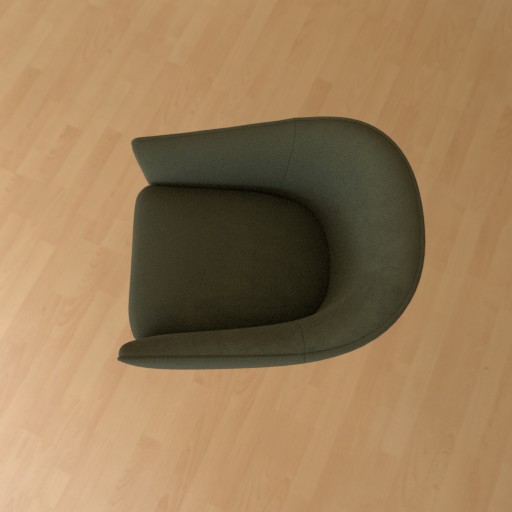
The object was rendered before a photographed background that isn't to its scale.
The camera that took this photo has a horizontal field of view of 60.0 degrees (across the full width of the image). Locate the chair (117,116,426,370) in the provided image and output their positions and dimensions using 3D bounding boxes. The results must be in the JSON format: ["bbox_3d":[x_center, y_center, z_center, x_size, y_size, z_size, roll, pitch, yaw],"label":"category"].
[{"bbox_3d":[0.000,0.000,1.513,0.875,0.799,0.747,-1,75,0],"label":"chair"}]
